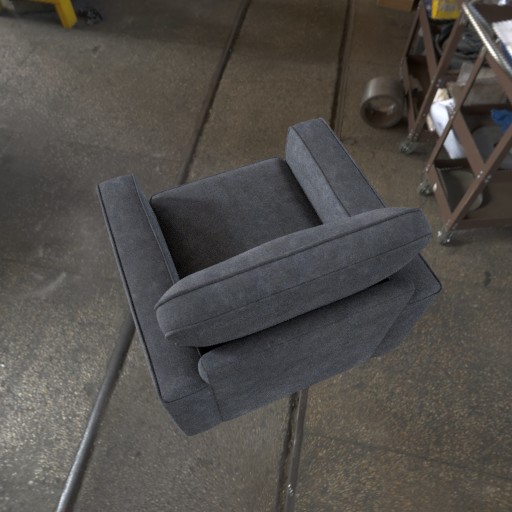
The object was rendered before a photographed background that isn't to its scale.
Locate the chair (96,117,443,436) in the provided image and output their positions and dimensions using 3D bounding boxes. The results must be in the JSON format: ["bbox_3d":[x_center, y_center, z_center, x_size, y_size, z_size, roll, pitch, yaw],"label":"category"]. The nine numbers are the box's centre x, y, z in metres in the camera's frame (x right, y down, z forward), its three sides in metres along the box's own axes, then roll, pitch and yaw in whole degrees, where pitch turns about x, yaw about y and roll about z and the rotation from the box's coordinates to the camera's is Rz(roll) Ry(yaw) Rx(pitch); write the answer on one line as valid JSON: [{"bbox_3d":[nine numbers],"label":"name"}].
[{"bbox_3d":[0.000,0.000,1.752,1.015,0.965,0.939,-20,61,-12],"label":"chair"}]
